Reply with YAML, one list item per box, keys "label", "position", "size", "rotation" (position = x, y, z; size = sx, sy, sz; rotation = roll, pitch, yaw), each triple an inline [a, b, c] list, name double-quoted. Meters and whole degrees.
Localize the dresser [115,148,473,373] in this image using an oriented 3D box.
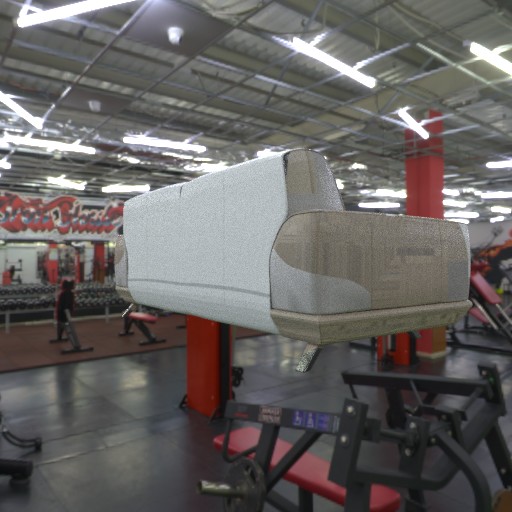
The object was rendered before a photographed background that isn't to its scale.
- label: "dresser"
  position: [0.000, 0.000, 5.811]
  size: [2.251, 1.863, 4.679]
  rotation: [0, 0, -36]
